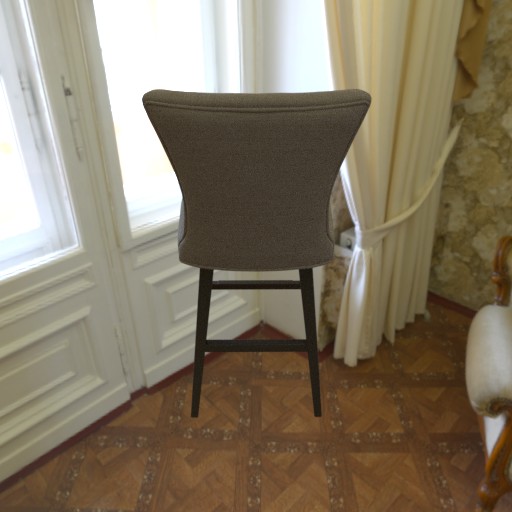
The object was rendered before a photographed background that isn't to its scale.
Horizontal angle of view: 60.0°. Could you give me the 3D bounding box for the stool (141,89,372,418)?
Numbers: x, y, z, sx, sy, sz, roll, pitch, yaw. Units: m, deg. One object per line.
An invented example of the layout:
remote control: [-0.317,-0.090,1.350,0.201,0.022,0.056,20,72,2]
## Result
stool: [0.000,0.000,1.436,0.514,1.086,0.574,0,29,0]
